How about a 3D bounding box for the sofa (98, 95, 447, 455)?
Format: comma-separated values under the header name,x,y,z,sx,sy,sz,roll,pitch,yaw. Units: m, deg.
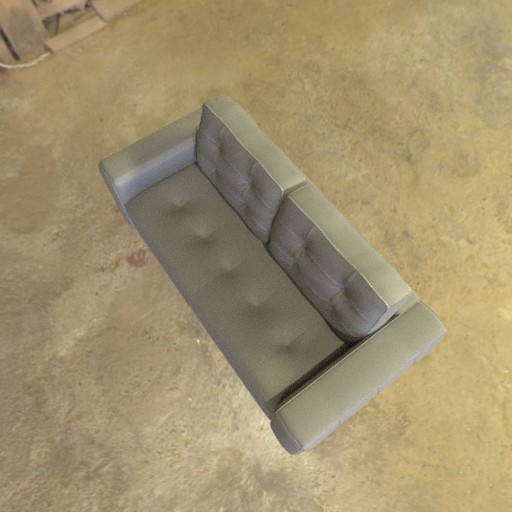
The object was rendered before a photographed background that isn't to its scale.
name,x,y,z,sx,sy,sz,roll,pitch,yaw
sofa,0.000,0.000,2.250,0.833,0.893,1.726,-33,68,-15
